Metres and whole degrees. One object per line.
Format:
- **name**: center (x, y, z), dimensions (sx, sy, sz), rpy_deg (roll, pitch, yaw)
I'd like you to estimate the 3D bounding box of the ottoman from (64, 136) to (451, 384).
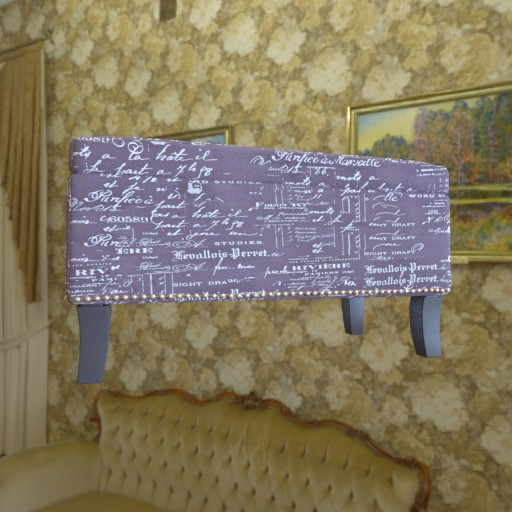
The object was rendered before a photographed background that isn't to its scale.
- **ottoman**: center (0.000, 0.000, 1.062), dimensions (0.813, 0.457, 0.406), rpy_deg (0, -1, -18)
